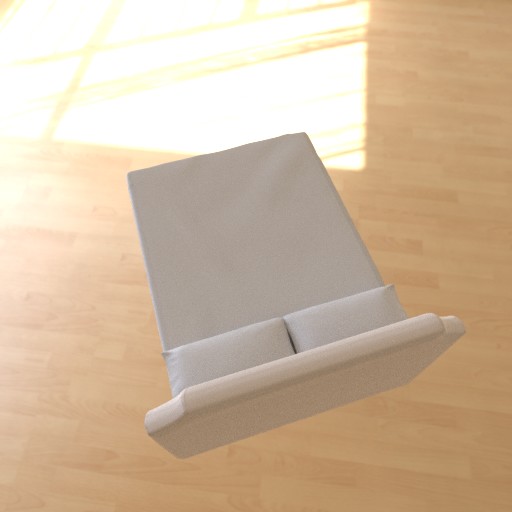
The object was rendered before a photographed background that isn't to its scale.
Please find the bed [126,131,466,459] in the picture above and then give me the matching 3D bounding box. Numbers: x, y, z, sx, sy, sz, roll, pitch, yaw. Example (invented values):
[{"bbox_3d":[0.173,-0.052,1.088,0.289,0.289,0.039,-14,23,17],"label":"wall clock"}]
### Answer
[{"bbox_3d":[0.000,0.000,3.224,1.828,1.297,2.164,-15,61,-9],"label":"bed"}]
